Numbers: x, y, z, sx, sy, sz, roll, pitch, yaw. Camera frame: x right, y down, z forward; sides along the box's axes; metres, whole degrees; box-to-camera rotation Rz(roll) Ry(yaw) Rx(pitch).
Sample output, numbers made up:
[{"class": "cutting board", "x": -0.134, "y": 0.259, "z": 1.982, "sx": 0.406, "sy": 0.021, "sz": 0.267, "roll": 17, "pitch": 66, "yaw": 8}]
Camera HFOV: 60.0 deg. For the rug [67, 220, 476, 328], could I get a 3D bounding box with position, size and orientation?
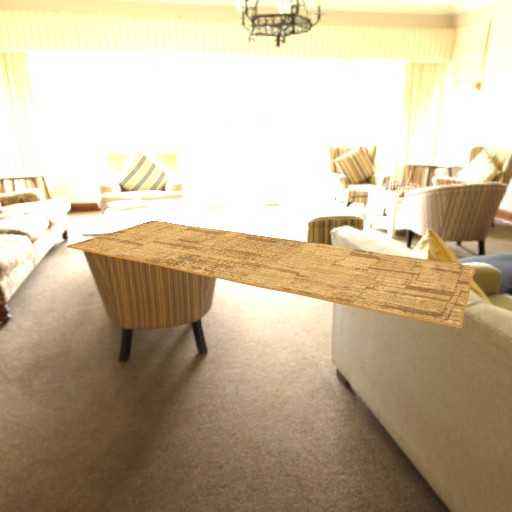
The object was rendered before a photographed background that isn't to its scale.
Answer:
[{"class": "rug", "x": 0.000, "y": 0.000, "z": 2.707, "sx": 2.383, "sy": 0.018, "sz": 0.857, "roll": 10, "pitch": 20, "yaw": 27}]
